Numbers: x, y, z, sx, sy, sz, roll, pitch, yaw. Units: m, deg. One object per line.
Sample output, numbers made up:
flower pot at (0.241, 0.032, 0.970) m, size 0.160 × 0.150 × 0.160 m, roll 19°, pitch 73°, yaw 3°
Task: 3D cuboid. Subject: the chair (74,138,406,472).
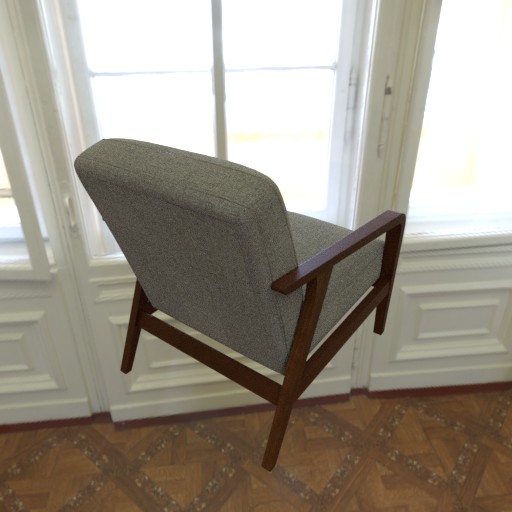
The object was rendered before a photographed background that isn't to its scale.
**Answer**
chair at (0.000, 0.000, 1.478) m, size 0.704 × 0.847 × 0.858 m, roll 20°, pitch 35°, yaw 32°
